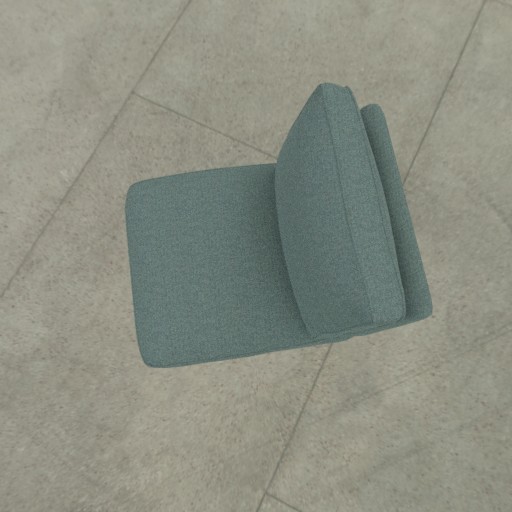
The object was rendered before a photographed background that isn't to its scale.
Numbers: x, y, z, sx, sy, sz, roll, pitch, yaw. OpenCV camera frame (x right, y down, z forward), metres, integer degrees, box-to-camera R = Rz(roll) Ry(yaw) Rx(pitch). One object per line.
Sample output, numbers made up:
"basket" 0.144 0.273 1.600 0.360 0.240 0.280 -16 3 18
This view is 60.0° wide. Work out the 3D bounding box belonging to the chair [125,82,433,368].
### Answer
"chair" 0.000 0.000 1.441 0.796 0.901 0.624 -9 76 -2
